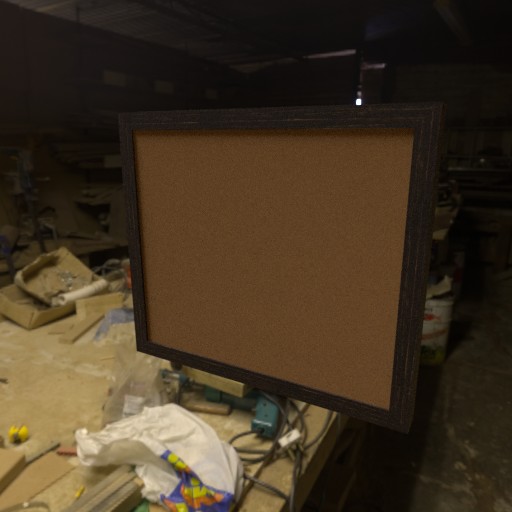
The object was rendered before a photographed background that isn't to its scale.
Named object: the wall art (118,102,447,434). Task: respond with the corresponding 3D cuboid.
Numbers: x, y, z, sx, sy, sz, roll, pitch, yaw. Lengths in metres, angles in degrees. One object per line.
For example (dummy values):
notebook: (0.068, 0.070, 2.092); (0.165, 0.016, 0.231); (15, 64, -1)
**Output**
wall art: (0.000, 0.000, 0.524); (0.381, 0.330, 0.031); (8, 17, 28)
